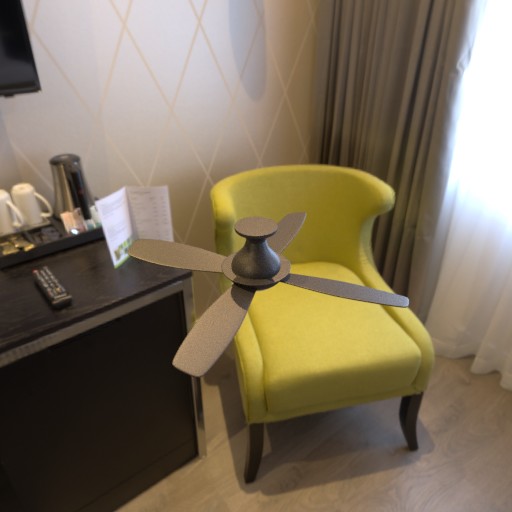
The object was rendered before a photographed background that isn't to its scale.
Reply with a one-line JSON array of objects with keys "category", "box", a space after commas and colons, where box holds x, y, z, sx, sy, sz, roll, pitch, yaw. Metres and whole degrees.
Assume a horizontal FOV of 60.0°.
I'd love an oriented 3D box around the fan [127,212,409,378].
[{"category": "fan", "box": [0.000, 0.000, 2.503, 1.694, 0.382, 1.694, 11, 32, 18]}]
